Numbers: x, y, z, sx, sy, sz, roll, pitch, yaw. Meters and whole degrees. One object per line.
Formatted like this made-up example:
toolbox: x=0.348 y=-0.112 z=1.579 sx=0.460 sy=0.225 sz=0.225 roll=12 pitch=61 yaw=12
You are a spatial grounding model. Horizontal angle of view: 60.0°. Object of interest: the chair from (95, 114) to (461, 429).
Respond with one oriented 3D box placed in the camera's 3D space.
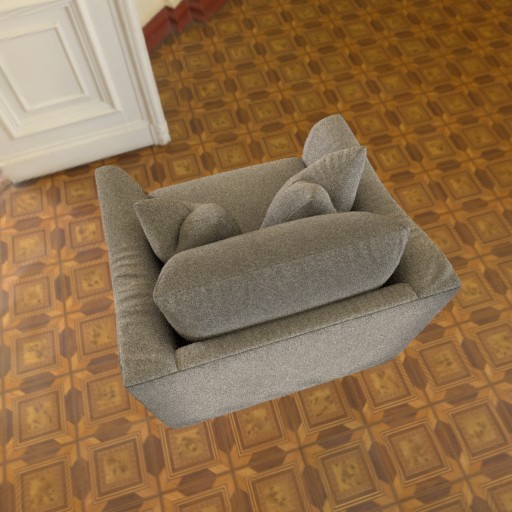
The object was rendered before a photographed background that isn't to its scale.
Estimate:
chair: x=0.000 y=0.000 z=1.985 sx=1.194 sy=1.059 sz=1.071 roll=-15 pitch=61 yaw=-8
